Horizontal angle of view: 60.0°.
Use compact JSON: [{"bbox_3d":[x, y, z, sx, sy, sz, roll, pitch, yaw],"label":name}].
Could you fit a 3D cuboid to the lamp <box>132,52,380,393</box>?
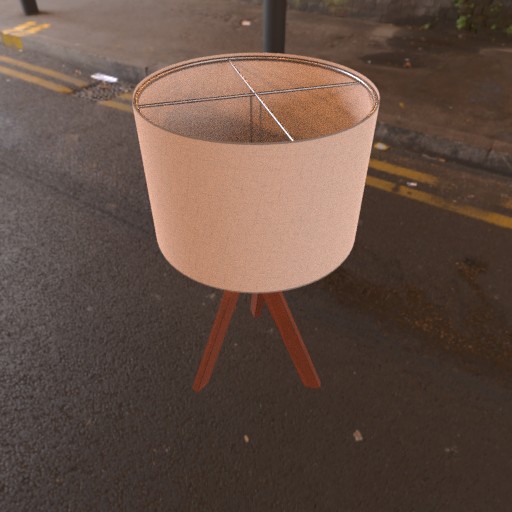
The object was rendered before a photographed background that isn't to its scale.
[{"bbox_3d":[0.000,0.000,0.914,0.380,0.686,0.380,-11,41,-12],"label":"lamp"}]
